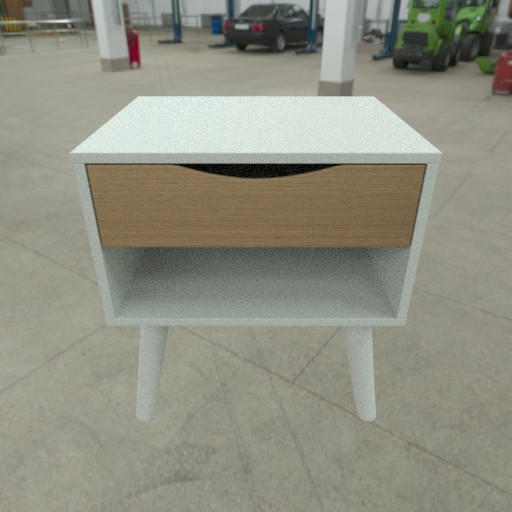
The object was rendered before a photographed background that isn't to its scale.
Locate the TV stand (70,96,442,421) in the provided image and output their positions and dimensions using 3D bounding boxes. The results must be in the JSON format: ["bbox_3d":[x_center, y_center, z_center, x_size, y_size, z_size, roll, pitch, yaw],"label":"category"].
[{"bbox_3d":[0.000,0.000,0.918,0.508,0.559,0.405,0,30,0],"label":"TV stand"}]
